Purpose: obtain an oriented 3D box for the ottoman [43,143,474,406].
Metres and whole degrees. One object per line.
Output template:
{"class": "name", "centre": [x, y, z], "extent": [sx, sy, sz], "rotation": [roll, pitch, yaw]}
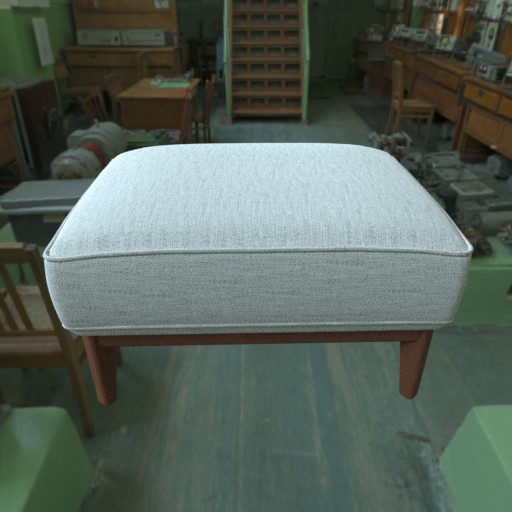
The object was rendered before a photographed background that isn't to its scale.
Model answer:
{"class": "ottoman", "centre": [0.000, 0.000, 1.112], "extent": [0.794, 0.465, 0.594], "rotation": [-1, 30, -1]}
